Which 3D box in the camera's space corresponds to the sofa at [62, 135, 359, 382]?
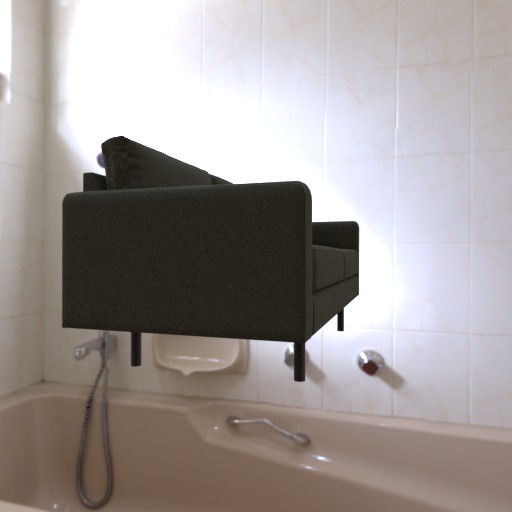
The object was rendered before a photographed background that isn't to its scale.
[{"bbox_3d":[0.000,0.000,2.242,0.889,0.897,1.730,0,0,18],"label":"sofa"}]
